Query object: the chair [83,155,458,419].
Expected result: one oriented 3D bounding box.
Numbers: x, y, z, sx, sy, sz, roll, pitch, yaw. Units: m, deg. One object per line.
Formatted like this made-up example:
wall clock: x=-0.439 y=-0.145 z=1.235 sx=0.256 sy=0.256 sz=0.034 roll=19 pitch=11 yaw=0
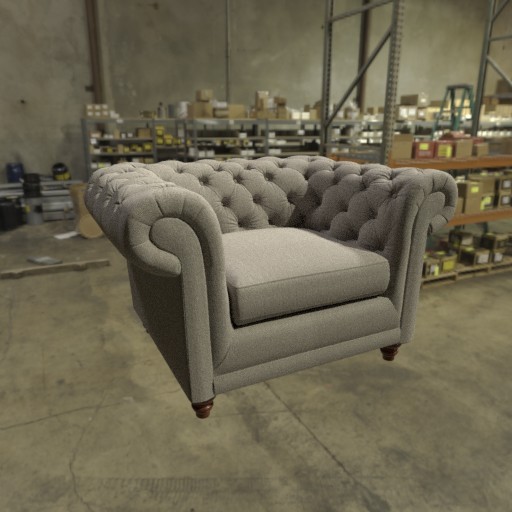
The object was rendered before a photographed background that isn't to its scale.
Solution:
chair: x=0.000 y=0.000 z=1.890 sx=1.270 sy=0.770 sz=0.976 roll=-8 pitch=19 yaw=-26
